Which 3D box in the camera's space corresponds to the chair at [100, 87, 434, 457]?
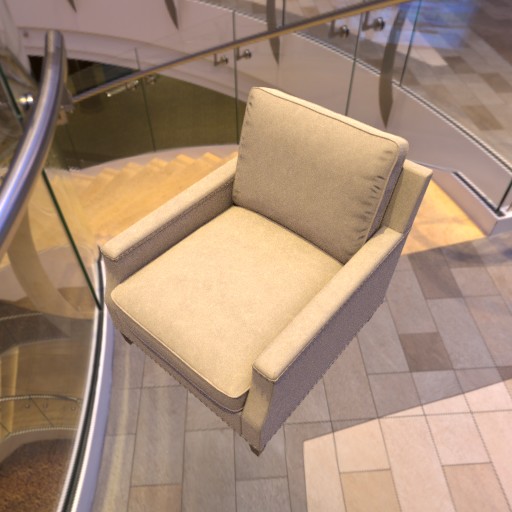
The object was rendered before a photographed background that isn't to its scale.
[{"bbox_3d":[0.000,0.000,1.763,0.853,0.943,1.014,32,54,26],"label":"chair"}]
